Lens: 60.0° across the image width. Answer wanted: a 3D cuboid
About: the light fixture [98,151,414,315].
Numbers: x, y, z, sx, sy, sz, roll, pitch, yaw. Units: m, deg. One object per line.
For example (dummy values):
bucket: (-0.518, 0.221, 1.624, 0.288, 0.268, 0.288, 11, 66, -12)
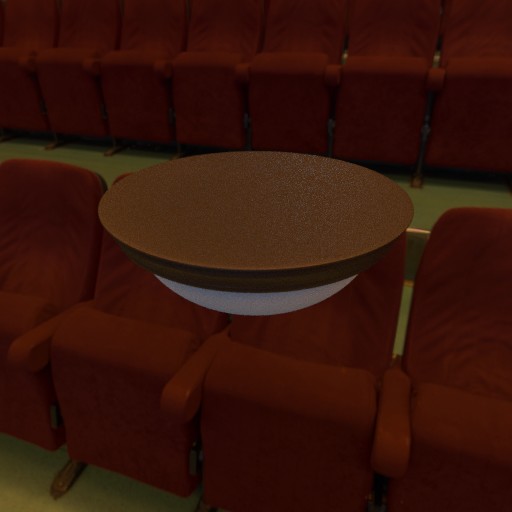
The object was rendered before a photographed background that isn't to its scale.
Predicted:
light fixture: (0.000, 0.000, 0.442, 0.280, 0.135, 0.280, 0, 29, 0)
